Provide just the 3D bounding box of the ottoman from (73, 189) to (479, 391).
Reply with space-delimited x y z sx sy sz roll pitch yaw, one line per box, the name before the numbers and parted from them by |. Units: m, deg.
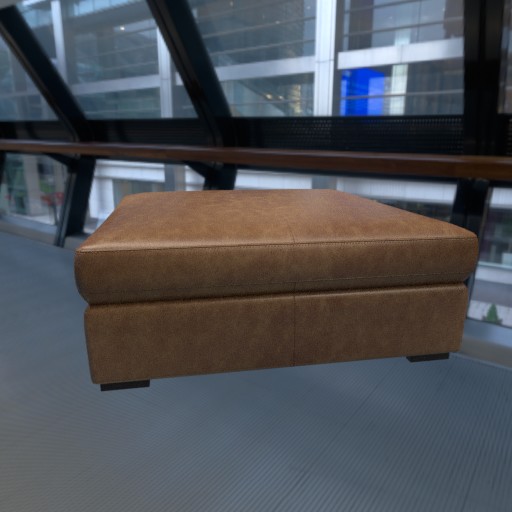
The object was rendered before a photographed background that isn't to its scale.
ottoman | 0.000 0.000 1.819 1.169 0.483 1.168 -3 15 -10
